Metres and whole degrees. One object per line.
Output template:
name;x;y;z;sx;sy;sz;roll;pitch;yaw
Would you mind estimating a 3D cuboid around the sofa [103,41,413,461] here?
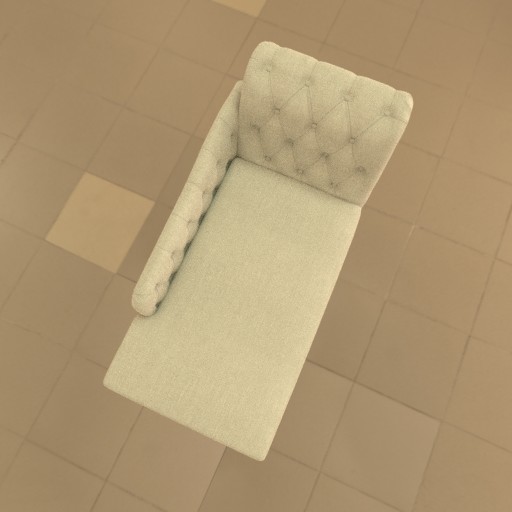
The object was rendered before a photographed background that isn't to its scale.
sofa;0.000;0.000;1.767;0.675;0.787;1.379;23;76;6
